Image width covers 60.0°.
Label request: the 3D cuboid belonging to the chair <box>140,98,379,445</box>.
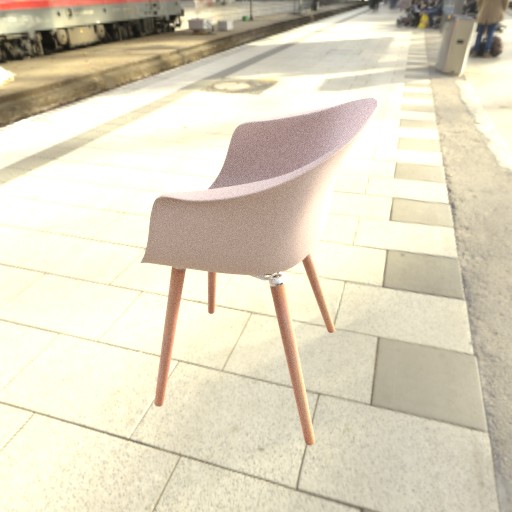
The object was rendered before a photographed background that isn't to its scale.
[{"bbox_3d":[0.000,0.000,1.135,0.504,0.781,0.593,8,32,13],"label":"chair"}]
